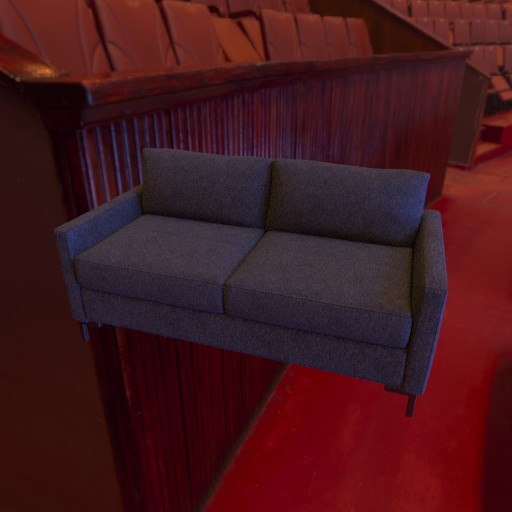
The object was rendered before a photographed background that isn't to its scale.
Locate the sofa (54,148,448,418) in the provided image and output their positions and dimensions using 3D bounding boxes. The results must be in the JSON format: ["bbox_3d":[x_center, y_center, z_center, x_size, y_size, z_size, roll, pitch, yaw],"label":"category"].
[{"bbox_3d":[0.000,0.000,2.214,1.716,0.862,0.866,8,27,17],"label":"sofa"}]
